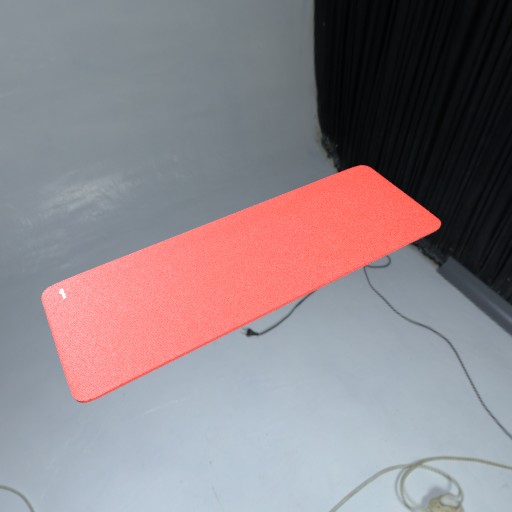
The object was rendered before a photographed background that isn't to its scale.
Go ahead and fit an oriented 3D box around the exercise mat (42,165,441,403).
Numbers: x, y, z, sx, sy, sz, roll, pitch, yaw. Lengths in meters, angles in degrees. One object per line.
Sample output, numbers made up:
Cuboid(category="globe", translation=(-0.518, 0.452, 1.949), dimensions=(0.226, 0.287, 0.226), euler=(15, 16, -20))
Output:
Cuboid(category="exercise mat", translation=(0.000, 0.000, 2.096), dimensions=(1.869, 0.021, 0.616), euler=(-24, 51, -21))
